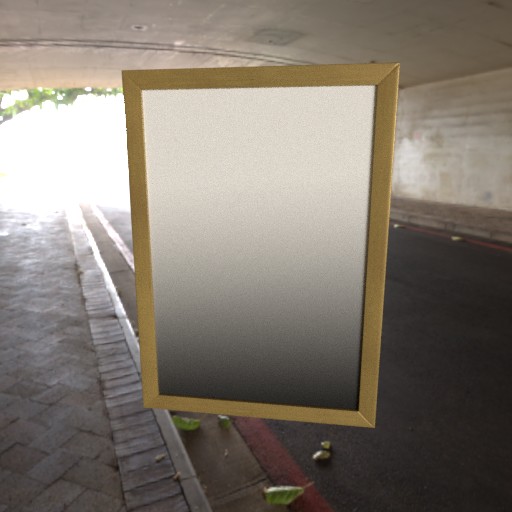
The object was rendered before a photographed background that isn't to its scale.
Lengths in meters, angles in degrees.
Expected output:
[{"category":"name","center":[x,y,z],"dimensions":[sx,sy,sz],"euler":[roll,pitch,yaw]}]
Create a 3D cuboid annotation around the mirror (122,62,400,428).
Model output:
[{"category":"mirror","center":[0.000,0.000,0.899],"dimensions":[0.507,0.710,0.040],"euler":[2,13,8]}]
